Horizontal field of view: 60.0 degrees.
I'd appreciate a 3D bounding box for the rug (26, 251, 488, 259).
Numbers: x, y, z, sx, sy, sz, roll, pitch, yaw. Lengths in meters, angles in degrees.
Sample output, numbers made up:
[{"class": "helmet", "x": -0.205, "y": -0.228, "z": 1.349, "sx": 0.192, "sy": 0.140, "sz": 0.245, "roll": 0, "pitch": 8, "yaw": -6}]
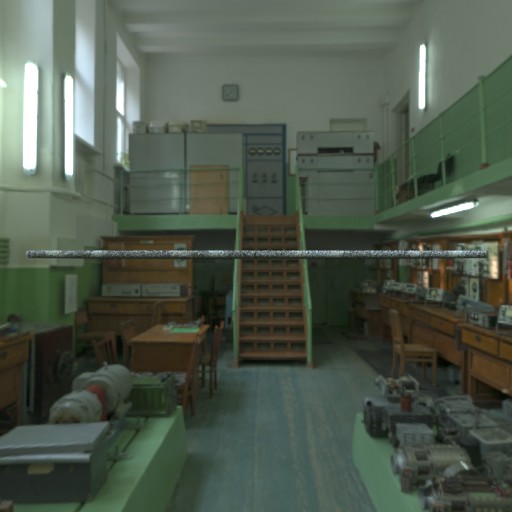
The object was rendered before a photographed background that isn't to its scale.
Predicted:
[{"class": "rug", "x": 0.000, "y": 0.000, "z": 2.118, "sx": 1.600, "sy": 0.025, "sz": 1.200, "roll": 0, "pitch": -1, "yaw": -1}]
